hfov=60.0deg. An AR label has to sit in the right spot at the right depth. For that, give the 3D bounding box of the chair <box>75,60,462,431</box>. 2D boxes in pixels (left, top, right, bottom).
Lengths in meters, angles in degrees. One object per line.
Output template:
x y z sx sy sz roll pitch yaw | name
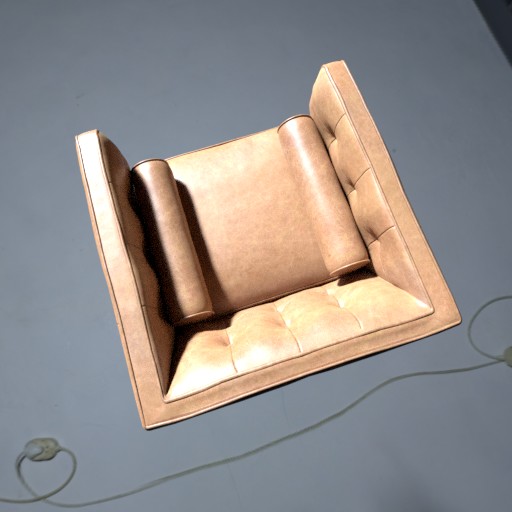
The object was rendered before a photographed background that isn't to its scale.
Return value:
0.000 0.000 1.638 0.920 0.797 0.912 -18 76 -5 | chair
